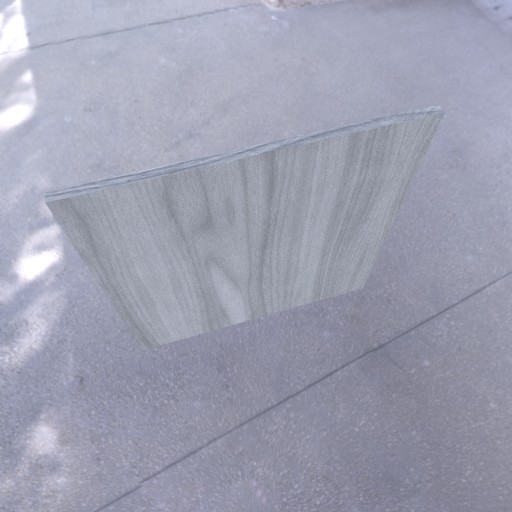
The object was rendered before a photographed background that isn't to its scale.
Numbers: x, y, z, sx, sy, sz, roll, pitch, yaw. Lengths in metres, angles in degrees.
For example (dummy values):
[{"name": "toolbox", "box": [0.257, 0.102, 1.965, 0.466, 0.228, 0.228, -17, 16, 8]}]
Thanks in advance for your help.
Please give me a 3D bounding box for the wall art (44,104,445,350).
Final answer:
[{"name": "wall art", "box": [0.000, 0.000, 0.760, 0.508, 0.507, 0.016, -15, 60, -9]}]
